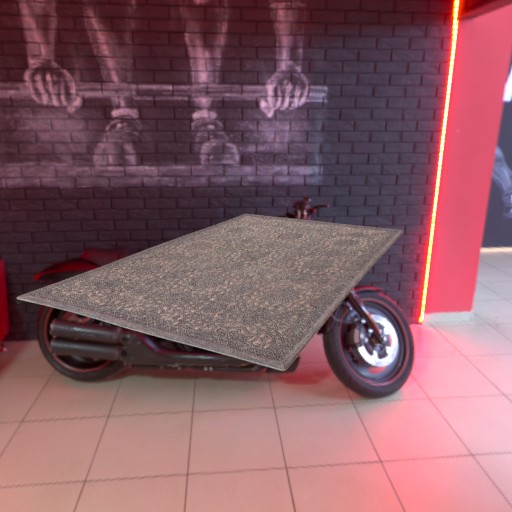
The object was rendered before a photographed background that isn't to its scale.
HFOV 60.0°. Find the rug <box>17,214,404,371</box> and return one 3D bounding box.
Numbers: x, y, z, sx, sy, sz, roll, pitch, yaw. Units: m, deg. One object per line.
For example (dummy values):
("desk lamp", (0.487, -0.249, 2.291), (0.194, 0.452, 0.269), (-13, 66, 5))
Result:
("rug", (0.000, 0.000, 3.029), (1.535, 0.022, 2.498), (8, 19, 26))
